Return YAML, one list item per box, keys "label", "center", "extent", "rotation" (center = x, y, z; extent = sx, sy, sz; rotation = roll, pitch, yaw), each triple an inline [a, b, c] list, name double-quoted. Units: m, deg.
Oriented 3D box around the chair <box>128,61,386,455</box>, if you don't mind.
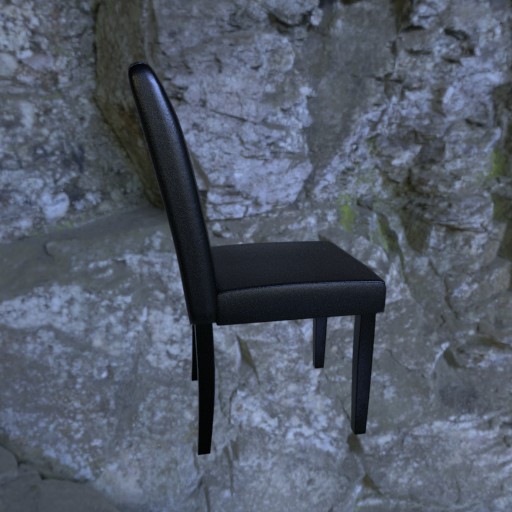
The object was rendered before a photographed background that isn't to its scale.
- label: "chair"
  center: [0.000, 0.000, 1.163]
  extent: [0.556, 0.897, 0.399]
  rotation: [-3, 16, -10]
